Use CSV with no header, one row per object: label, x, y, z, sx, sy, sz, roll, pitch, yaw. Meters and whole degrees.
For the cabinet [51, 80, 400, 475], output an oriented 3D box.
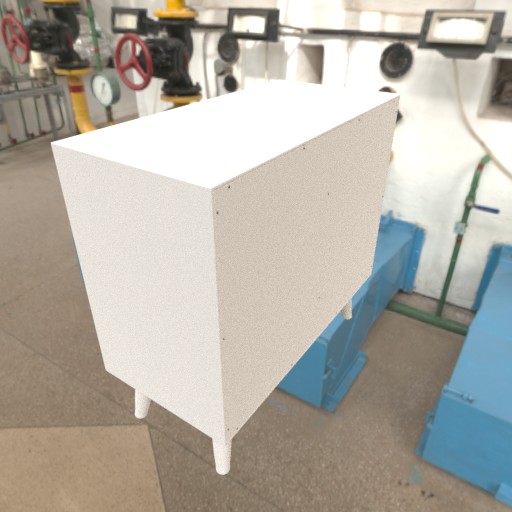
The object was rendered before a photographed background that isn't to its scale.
cabinet,0.000,0.000,1.209,0.398,0.761,0.800,20,36,29
